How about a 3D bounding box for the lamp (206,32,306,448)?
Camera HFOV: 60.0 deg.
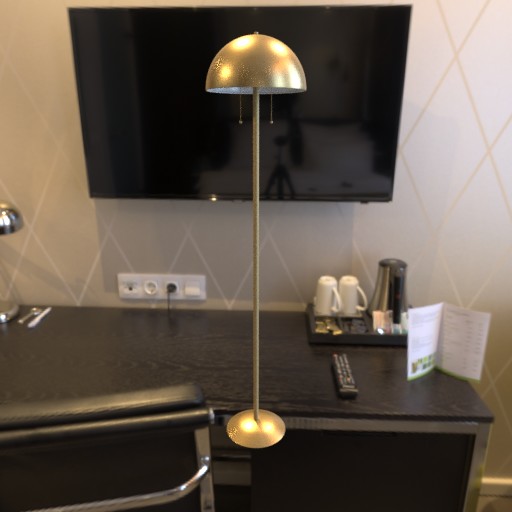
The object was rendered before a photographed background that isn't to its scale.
[{"bbox_3d":[0.000,0.000,1.617,0.328,1.480,0.328,-8,19,-26],"label":"lamp"}]
